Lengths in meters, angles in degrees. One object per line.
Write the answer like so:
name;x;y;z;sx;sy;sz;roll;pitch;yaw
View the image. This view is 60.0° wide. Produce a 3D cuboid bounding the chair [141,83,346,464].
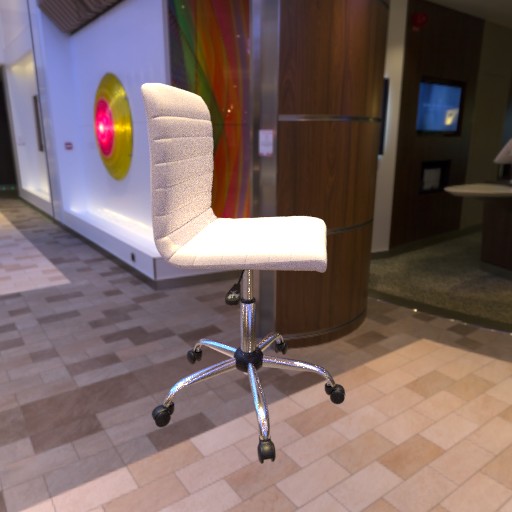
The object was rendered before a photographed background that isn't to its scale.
chair;0.000;0.000;1.055;0.455;0.750;0.520;2;16;8
